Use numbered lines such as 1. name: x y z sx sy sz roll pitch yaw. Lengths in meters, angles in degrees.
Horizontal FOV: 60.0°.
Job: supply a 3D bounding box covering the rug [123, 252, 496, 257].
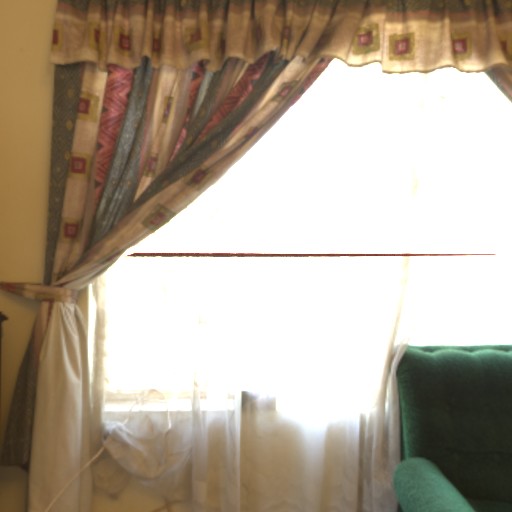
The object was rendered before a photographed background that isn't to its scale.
1. rug: 0.000 0.000 4.234 2.389 0.011 3.306 0 0 -18
